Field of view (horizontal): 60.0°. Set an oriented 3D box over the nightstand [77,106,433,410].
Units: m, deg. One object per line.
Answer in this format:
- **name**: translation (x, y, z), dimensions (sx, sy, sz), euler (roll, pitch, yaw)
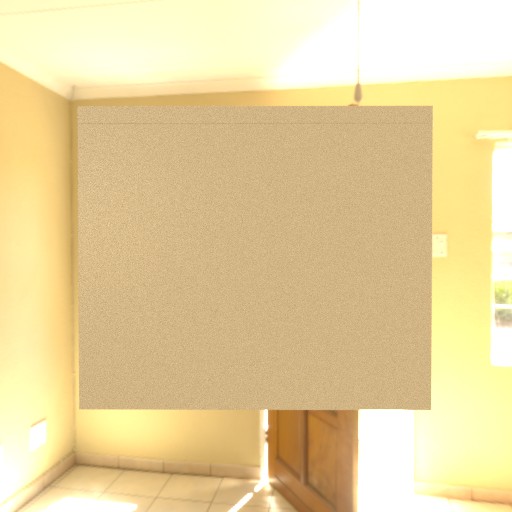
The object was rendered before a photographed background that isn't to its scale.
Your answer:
- **nightstand**: translation (0.000, 0.000, 0.746), dimensions (0.408, 0.351, 0.470), euler (0, 1, 0)
